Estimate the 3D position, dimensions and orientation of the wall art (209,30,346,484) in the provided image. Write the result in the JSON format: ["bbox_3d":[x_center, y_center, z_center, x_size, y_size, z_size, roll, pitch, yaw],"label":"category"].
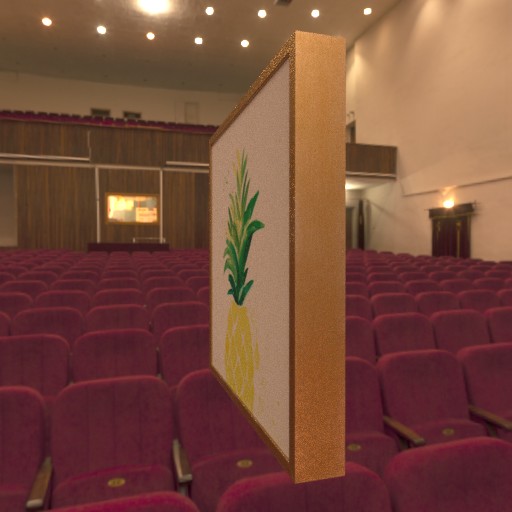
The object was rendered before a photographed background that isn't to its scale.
[{"bbox_3d":[0.000,0.000,0.449,0.038,0.305,0.306,0,1,-17],"label":"wall art"}]
